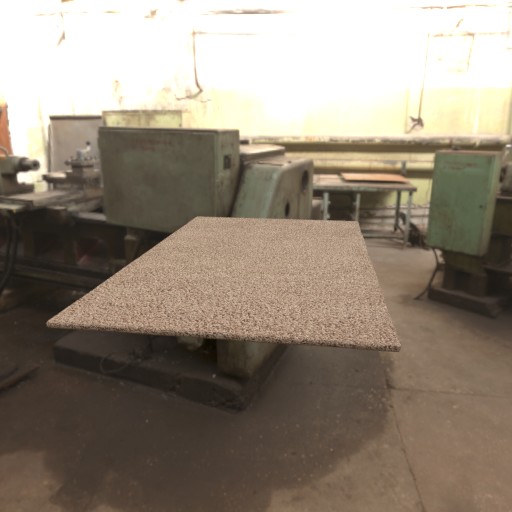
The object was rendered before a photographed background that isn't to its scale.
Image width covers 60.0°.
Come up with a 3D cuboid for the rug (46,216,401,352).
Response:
[{"bbox_3d":[0.000,0.000,3.005,1.524,0.030,2.438,2,16,8],"label":"rug"}]
